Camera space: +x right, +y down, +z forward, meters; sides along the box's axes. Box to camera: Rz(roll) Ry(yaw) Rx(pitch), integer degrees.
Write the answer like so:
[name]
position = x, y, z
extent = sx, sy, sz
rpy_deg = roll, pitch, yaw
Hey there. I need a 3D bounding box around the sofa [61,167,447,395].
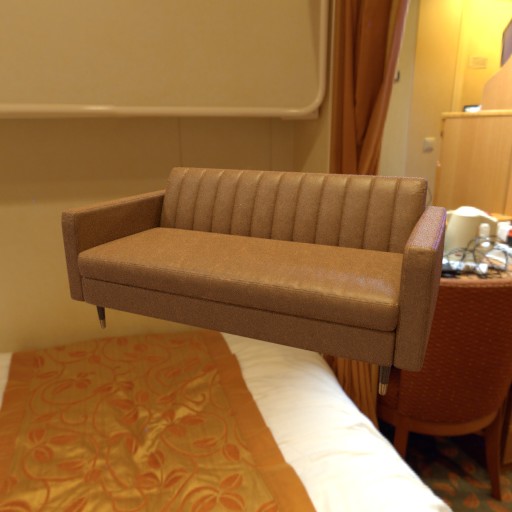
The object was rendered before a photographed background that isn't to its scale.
[sofa]
position = 0.000, 0.000, 2.390
extent = 1.847, 0.821, 0.993
rpy_deg = 7, 18, 24
